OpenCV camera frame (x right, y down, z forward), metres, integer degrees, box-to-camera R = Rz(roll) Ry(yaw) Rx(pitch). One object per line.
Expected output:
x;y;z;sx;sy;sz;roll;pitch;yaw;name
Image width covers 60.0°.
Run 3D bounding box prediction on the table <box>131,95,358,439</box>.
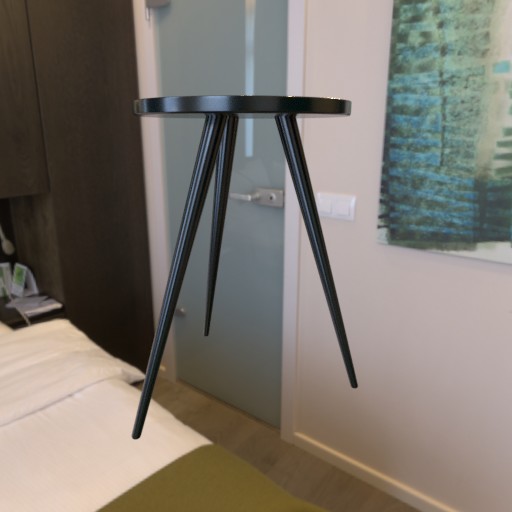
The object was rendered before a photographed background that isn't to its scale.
0.000;0.000;0.838;0.415;0.548;0.403;2;16;8;table
